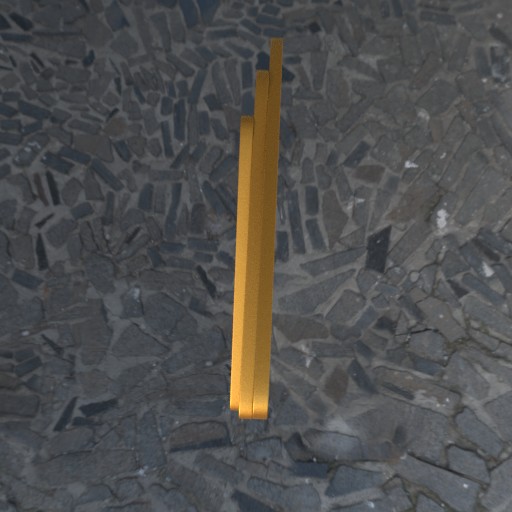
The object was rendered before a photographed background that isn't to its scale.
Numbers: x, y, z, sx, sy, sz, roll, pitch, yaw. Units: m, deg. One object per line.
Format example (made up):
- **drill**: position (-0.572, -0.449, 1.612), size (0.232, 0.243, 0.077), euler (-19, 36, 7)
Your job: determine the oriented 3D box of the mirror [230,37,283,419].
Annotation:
- **mirror**: position (0.000, 0.000, 0.711), size (0.045, 0.468, 0.470), euler (3, 74, 1)
